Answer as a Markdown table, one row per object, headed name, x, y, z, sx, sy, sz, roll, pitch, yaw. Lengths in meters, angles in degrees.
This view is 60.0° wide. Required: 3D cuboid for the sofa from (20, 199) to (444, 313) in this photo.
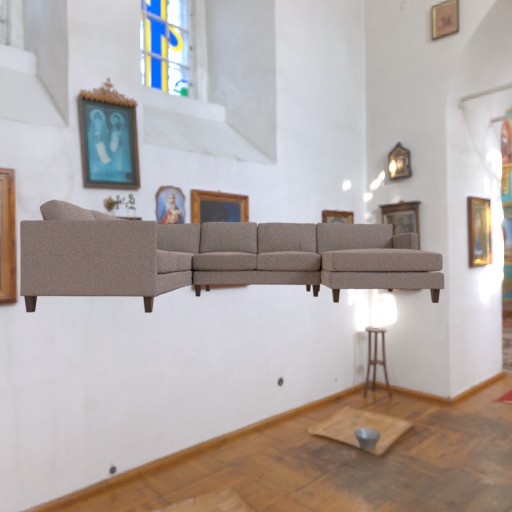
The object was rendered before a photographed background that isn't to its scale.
| name | x | y | z | sx | sy | sz | roll | pitch | yaw |
| --- | --- | --- | --- | --- | --- | --- | --- | --- | --- |
| sofa | 0.000 | 0.000 | 4.426 | 3.438 | 0.865 | 2.424 | 0 | -1 | 1 |
